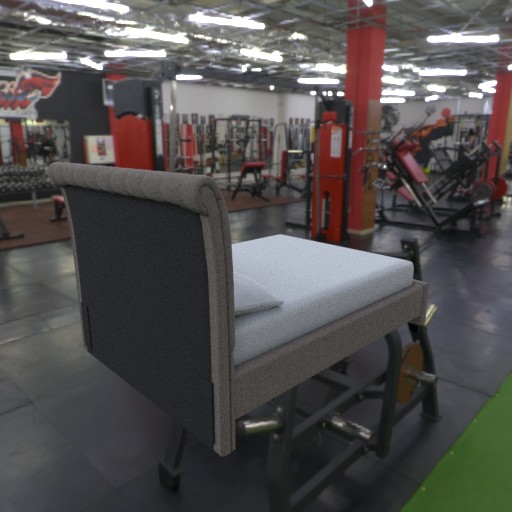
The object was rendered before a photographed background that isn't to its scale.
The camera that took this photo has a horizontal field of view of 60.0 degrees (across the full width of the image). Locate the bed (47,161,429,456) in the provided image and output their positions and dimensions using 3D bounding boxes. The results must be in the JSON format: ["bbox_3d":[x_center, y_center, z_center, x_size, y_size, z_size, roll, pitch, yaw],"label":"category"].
[{"bbox_3d":[0.000,0.000,3.254,2.252,1.371,1.645,-14,20,-42],"label":"bed"}]
